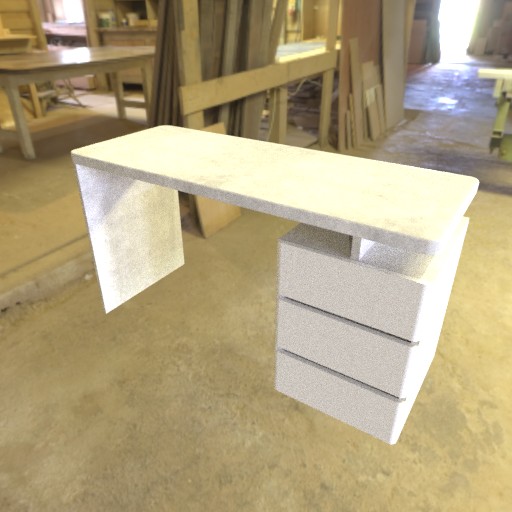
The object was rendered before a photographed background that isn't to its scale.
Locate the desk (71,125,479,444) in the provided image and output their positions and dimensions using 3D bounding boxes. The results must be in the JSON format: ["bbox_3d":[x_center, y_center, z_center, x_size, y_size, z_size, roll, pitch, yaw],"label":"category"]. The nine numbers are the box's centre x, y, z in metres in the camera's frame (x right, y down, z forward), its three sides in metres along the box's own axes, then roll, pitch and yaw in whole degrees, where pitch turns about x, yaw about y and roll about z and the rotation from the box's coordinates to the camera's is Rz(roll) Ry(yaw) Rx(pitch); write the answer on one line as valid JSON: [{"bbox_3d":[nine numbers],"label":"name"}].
[{"bbox_3d":[0.000,0.000,1.763,1.400,0.755,0.550,18,34,28],"label":"desk"}]
